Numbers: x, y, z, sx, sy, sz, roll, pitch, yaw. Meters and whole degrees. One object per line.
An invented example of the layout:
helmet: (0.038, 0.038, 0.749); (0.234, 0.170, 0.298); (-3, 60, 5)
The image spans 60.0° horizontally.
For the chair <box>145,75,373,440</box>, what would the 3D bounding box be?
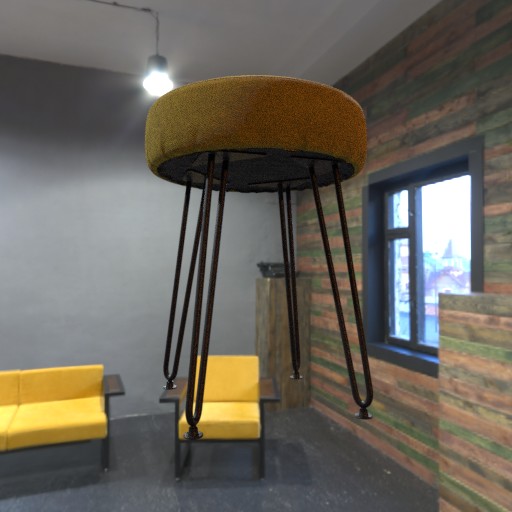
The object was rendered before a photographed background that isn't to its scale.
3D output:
chair: (0.000, 0.000, 0.704); (0.345, 0.455, 0.345); (1, -2, -18)
